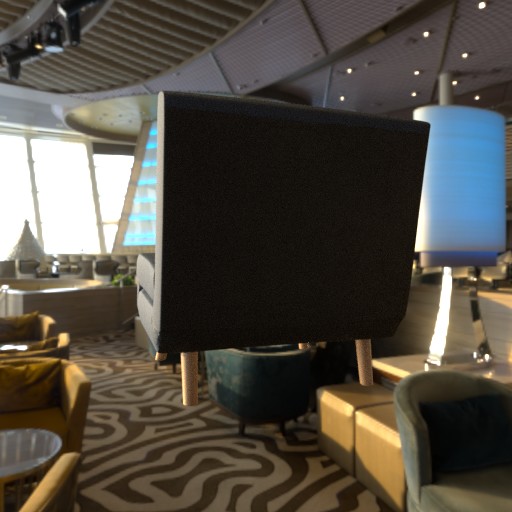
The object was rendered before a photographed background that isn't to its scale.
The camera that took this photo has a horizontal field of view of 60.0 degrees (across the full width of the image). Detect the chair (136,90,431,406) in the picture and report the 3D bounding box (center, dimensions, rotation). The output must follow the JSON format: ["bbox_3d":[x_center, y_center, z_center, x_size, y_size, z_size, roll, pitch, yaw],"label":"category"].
[{"bbox_3d":[0.000,0.000,1.550,0.770,0.808,0.900,0,0,-19],"label":"chair"}]
